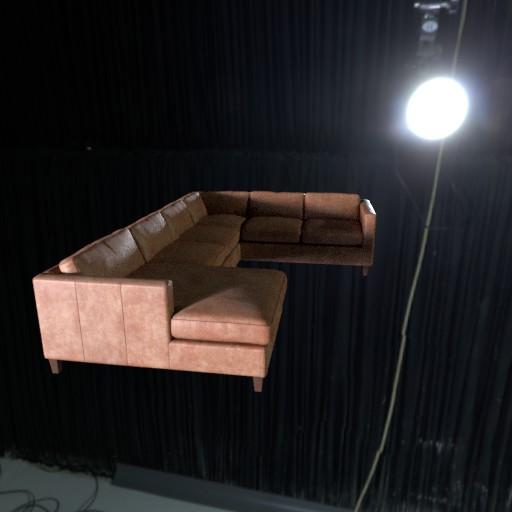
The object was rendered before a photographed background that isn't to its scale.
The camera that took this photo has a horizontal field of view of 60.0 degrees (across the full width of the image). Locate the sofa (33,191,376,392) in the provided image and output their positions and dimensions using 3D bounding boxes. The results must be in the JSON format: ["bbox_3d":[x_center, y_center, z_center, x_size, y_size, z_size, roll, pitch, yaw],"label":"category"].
[{"bbox_3d":[0.000,0.000,4.386,2.430,0.832,3.401,3,17,8],"label":"sofa"}]
